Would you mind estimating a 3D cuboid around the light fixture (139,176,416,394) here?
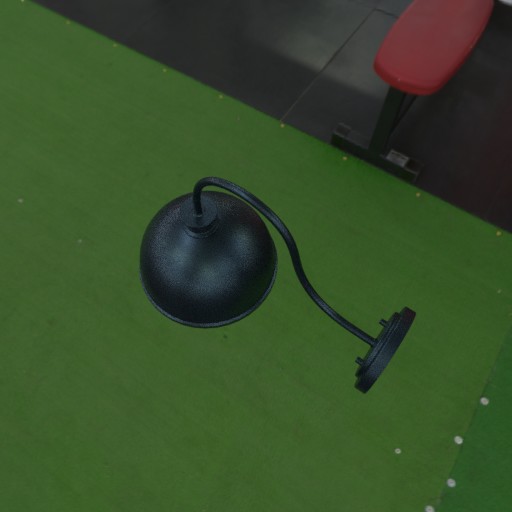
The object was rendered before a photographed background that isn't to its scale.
[{"bbox_3d":[0.000,0.000,0.660,0.467,0.295,0.253,33,67,16],"label":"light fixture"}]
